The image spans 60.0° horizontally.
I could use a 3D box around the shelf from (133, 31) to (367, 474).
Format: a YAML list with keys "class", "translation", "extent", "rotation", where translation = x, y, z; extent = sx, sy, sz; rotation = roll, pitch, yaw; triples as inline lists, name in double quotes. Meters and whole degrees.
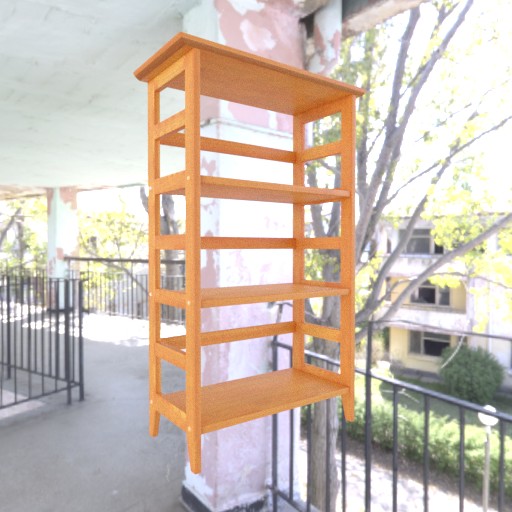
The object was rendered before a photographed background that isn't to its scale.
- class: "shelf"
  translation: [0.000, 0.000, 1.367]
  extent: [0.660, 1.067, 0.305]
  rotation: [-1, 2, -36]
